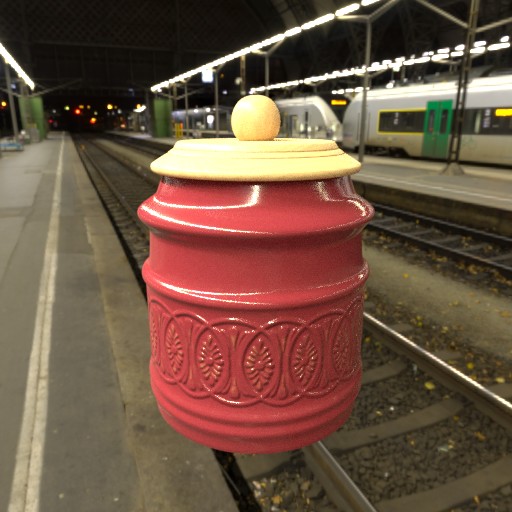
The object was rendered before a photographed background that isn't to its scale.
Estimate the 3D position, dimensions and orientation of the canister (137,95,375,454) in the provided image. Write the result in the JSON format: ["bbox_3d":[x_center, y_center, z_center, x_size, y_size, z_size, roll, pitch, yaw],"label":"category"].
[{"bbox_3d":[0.000,0.000,0.258,0.130,0.176,0.130,0,17,0],"label":"canister"}]
